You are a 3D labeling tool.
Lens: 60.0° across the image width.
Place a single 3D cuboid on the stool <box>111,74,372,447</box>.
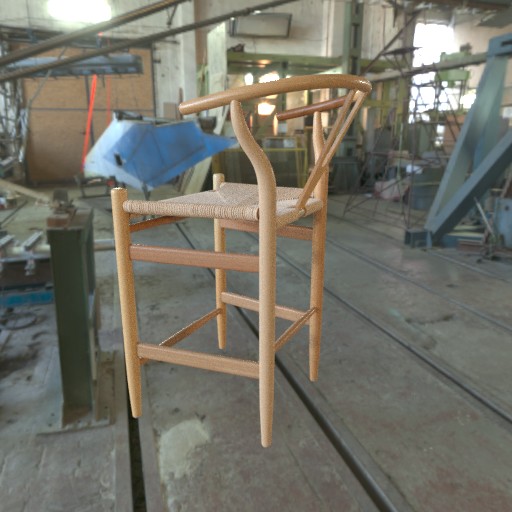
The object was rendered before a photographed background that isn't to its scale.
[{"bbox_3d":[0.000,0.000,1.266,0.575,0.923,0.536,8,17,26],"label":"stool"}]
